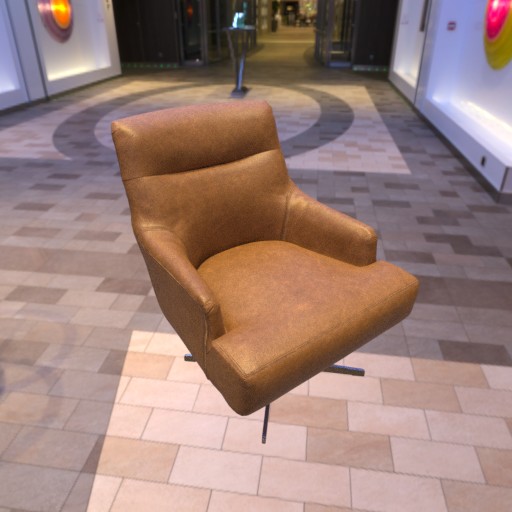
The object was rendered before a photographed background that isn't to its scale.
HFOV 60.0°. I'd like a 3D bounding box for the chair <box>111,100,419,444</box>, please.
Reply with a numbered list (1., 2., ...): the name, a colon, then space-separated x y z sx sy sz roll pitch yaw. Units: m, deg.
1. chair: 0.000 0.000 1.512 0.729 0.869 0.874 -21 35 -33
